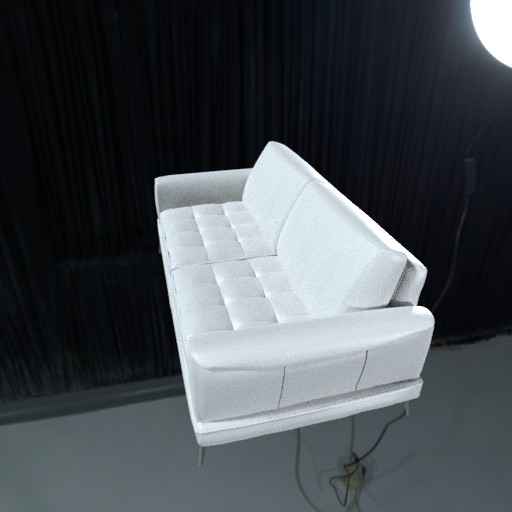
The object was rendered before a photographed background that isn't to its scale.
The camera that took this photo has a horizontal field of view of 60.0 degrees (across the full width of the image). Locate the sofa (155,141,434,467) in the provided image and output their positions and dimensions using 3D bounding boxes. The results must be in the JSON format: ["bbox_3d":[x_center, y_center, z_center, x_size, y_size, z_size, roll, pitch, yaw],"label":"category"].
[{"bbox_3d":[0.000,0.000,2.729,1.121,0.930,2.177,-8,31,-13],"label":"sofa"}]
